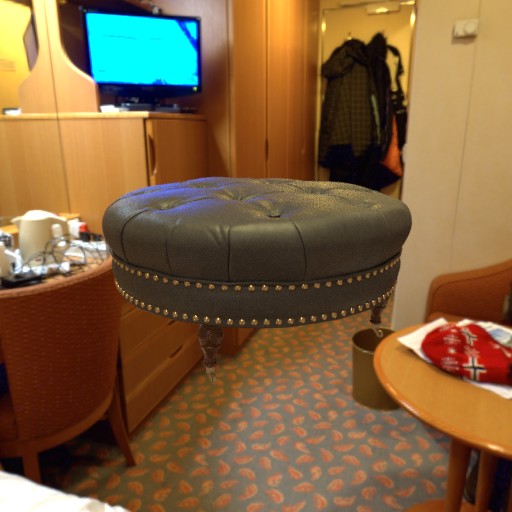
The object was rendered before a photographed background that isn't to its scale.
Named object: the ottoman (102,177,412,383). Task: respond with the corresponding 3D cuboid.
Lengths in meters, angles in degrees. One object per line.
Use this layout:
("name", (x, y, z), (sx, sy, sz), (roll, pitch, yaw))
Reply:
("ottoman", (0.000, 0.000, 1.380), (0.901, 0.439, 0.901), (0, 16, 0))
